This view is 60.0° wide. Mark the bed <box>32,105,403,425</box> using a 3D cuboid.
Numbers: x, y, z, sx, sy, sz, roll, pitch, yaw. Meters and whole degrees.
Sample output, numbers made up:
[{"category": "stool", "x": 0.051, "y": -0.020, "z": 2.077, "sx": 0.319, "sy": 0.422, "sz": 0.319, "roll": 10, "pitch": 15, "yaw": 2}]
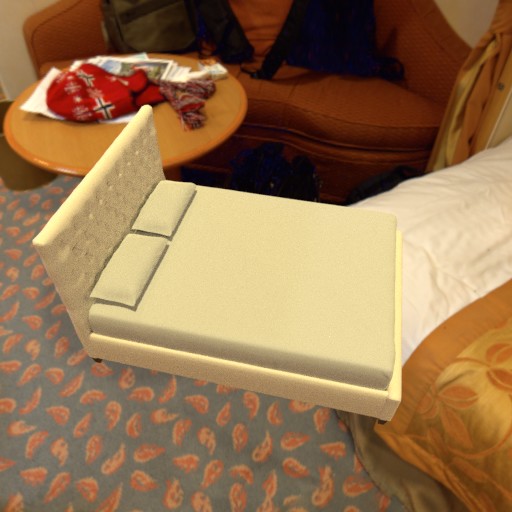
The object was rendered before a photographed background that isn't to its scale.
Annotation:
[{"category": "bed", "x": 0.000, "y": 0.000, "z": 3.494, "sx": 2.387, "sy": 1.427, "sz": 1.698, "roll": 10, "pitch": 48, "yaw": 9}]
